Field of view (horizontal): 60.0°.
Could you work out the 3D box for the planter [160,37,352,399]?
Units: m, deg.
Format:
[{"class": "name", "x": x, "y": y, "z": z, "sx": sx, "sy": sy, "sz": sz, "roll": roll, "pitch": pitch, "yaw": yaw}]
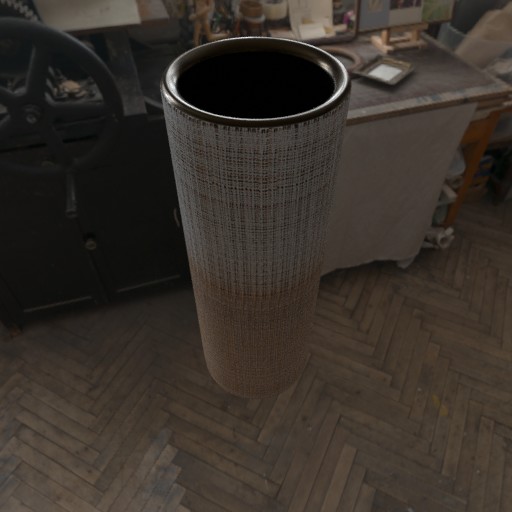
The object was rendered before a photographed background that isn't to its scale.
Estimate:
[{"class": "planter", "x": 0.000, "y": 0.000, "z": 0.331, "sx": 0.099, "sy": 0.278, "sz": 0.099, "roll": 25, "pitch": 52, "yaw": 21}]
